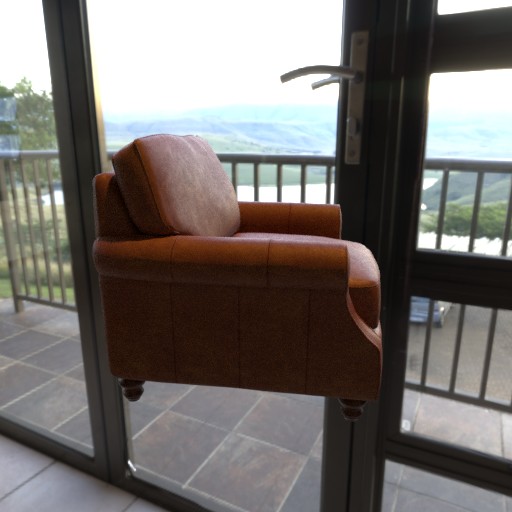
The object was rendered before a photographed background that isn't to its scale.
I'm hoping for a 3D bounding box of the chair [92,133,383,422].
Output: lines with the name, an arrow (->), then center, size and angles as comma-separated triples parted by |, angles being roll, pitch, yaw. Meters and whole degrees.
chair -> 0.000, 0.000, 1.812 | 0.986, 0.962, 0.983 | 2, 15, 8
